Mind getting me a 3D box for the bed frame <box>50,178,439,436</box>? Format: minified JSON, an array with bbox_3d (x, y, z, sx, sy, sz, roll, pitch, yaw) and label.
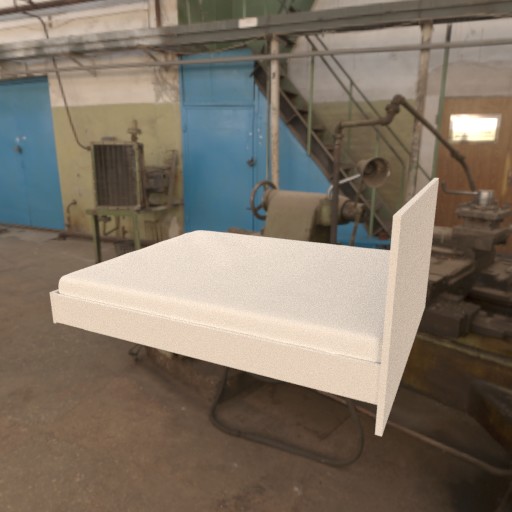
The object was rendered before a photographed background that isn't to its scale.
[{"bbox_3d":[0.000,0.000,3.040,2.100,1.001,1.711,7,17,25],"label":"bed frame"}]
